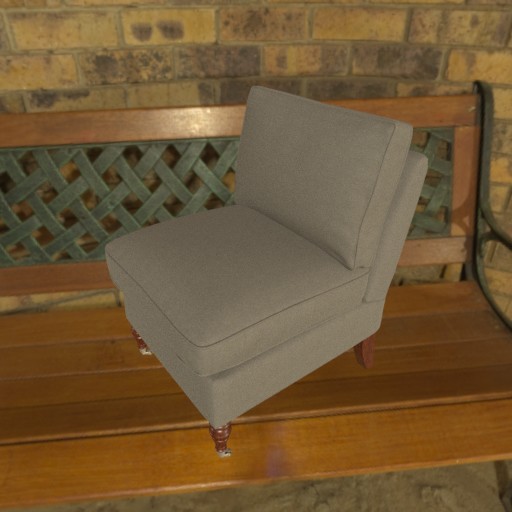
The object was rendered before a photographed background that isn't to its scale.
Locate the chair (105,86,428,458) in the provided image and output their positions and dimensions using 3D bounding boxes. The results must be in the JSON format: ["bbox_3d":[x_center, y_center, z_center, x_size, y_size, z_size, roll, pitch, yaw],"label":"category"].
[{"bbox_3d":[0.000,0.000,1.640,0.924,1.045,0.724,-22,38,-31],"label":"chair"}]
